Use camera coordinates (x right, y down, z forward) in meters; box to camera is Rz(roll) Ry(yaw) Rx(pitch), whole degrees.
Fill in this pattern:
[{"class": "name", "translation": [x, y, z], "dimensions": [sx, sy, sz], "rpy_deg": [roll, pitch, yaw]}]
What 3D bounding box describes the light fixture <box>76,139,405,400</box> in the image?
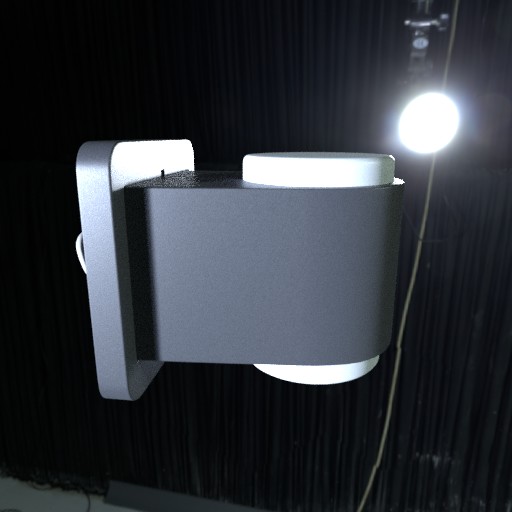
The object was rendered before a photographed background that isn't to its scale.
[{"class": "light fixture", "translation": [0.000, 0.000, 0.215], "dimensions": [0.132, 0.109, 0.109], "rpy_deg": [2, 15, 8]}]
